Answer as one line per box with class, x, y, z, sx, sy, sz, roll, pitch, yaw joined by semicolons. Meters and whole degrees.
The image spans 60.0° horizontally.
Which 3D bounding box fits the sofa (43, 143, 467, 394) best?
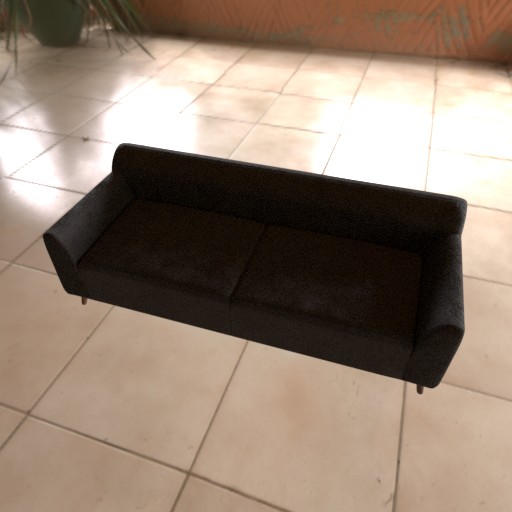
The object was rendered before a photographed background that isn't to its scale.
sofa;0.000;0.000;2.617;2.190;0.740;0.900;12;43;13
